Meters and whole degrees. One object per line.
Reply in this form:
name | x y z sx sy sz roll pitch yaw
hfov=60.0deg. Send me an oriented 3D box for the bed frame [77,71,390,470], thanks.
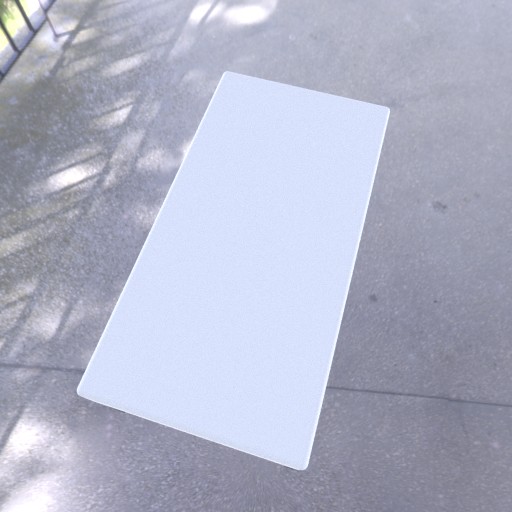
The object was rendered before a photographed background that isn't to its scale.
bed frame | 0.000 0.000 2.474 1.023 0.659 1.950 15 66 7
